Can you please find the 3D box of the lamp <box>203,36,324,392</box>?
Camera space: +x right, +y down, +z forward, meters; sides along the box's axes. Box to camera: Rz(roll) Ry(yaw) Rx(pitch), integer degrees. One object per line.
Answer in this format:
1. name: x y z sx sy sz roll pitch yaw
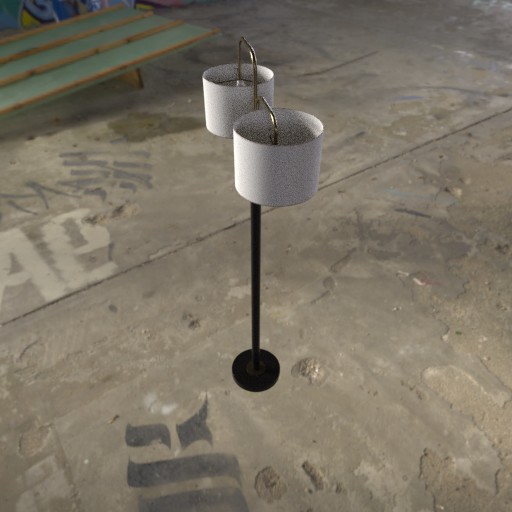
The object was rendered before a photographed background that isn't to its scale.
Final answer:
1. lamp: 0.000 0.000 1.833 0.254 1.587 0.711 -10 41 -12
